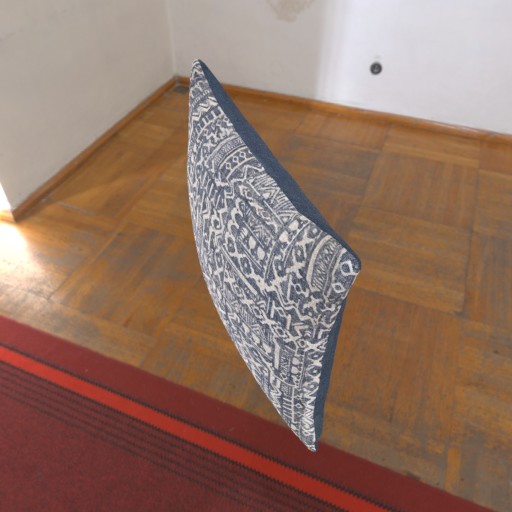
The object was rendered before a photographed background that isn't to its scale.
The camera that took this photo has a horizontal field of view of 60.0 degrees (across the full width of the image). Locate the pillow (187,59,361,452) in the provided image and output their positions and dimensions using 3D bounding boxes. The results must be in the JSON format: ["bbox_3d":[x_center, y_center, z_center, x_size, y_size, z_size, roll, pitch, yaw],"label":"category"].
[{"bbox_3d":[0.000,0.000,0.779,0.180,0.487,0.546,-17,49,-15],"label":"pillow"}]
